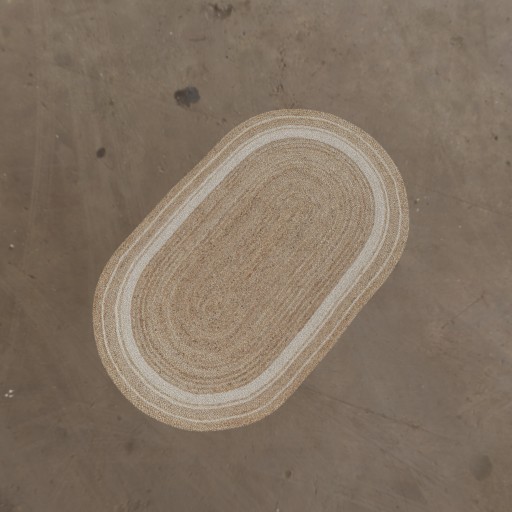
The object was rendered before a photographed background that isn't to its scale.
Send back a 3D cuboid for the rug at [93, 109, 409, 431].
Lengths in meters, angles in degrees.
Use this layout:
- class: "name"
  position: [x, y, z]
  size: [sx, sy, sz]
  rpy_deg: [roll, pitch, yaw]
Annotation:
- class: "rug"
  position: [0.000, 0.000, 2.977]
  size: [1.520, 0.006, 2.432]
  rpy_deg: [40, 79, 9]
